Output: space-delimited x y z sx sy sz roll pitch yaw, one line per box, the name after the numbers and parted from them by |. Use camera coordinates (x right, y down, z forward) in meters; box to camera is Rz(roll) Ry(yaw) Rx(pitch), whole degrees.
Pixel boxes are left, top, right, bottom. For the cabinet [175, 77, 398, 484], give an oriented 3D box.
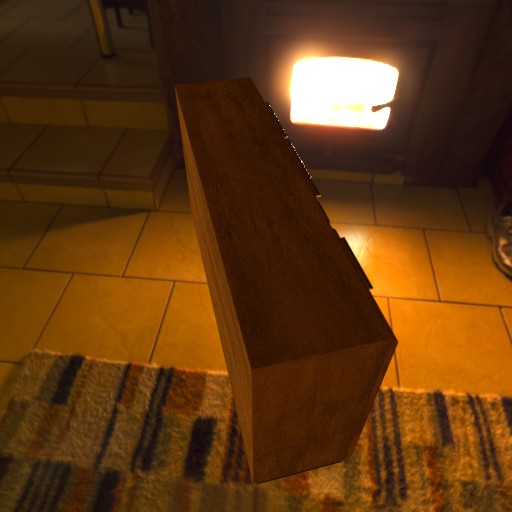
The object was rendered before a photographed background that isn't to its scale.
0.000 0.000 1.973 0.420 0.900 1.600 -10 46 -10 | cabinet
